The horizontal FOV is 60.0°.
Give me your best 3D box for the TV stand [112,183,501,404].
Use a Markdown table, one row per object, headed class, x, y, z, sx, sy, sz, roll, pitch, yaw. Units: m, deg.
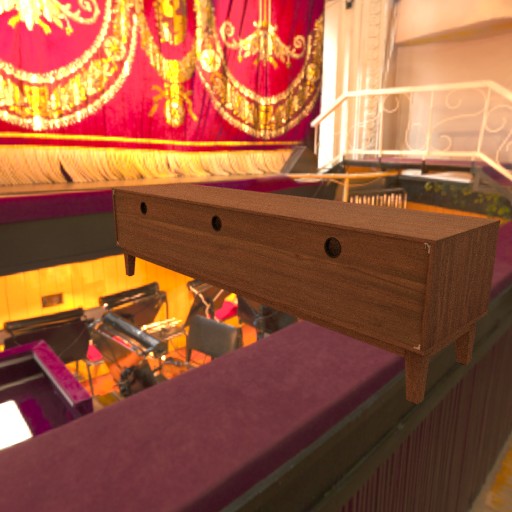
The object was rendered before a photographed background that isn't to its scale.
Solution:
| class | x | y | z | sx | sy | sz | roll | pitch | yaw |
| --- | --- | --- | --- | --- | --- | --- | --- | --- | --- |
| TV stand | 0.000 | 0.000 | 1.613 | 0.366 | 0.409 | 1.482 | -13 | 19 | -41 |
